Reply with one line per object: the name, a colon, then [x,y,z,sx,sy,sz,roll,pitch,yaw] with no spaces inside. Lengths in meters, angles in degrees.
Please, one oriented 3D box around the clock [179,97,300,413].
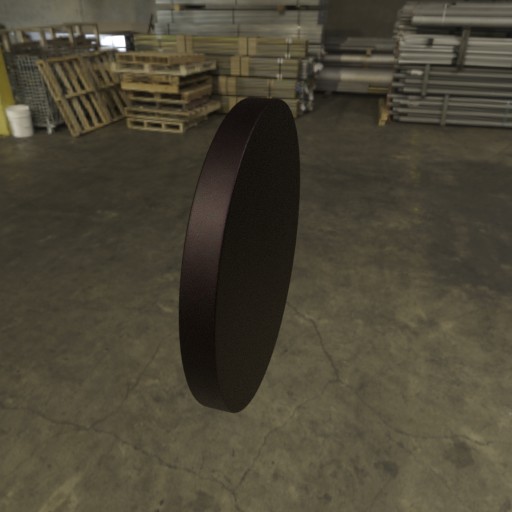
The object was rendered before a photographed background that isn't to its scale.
clock: [0.000,0.000,0.466,0.029,0.314,0.314,8,31,14]
